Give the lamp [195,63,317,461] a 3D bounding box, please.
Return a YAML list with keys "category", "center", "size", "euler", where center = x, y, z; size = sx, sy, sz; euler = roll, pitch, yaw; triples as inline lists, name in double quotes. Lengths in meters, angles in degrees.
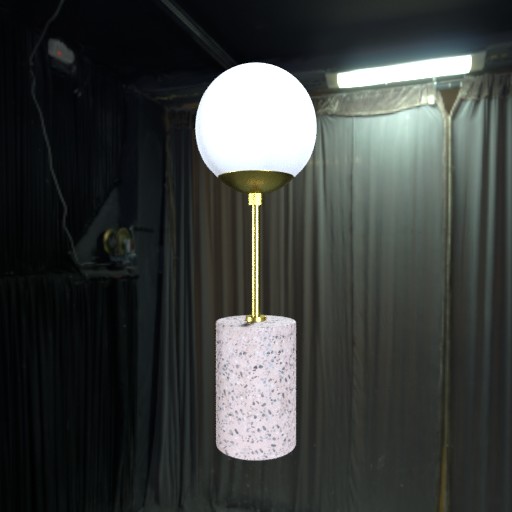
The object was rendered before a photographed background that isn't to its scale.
- category: "lamp"
  center: [0.000, 0.000, 0.568]
  size: [0.153, 0.480, 0.153]
  euler: [0, 0, 0]
